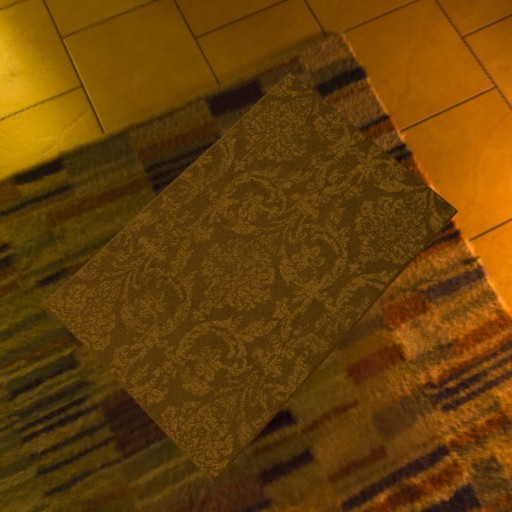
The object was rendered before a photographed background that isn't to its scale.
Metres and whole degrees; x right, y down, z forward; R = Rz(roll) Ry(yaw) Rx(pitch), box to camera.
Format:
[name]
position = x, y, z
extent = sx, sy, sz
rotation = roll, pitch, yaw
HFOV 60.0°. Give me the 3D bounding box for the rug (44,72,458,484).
[rug]
position = 0.000, 0.000, 2.276
extent = 1.206, 0.012, 1.824
rotation = 43, 80, 9
